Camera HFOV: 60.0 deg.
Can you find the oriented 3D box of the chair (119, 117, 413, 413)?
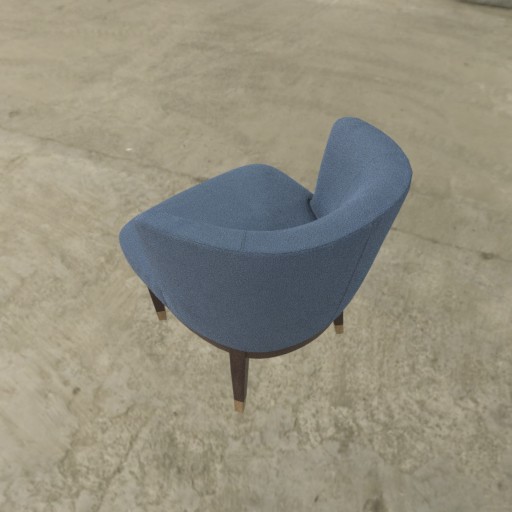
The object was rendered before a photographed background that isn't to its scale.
[{"bbox_3d":[0.000,0.000,1.300,0.661,0.760,0.702,-31,54,-26],"label":"chair"}]
